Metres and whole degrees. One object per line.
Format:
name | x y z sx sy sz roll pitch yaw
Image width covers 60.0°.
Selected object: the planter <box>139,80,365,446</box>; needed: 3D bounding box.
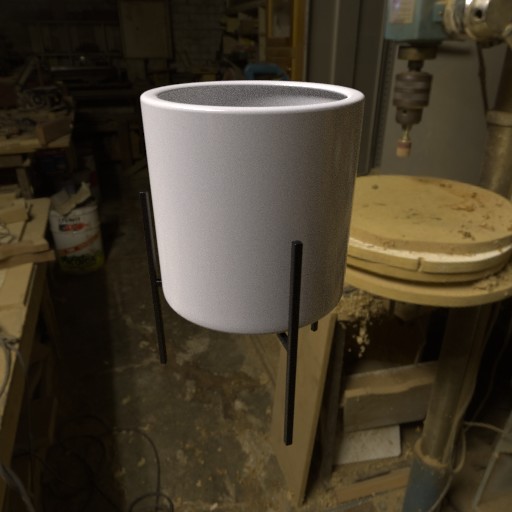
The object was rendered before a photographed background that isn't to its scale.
planter | 0.000 0.000 0.510 0.239 0.356 0.239 -8 28 -15
